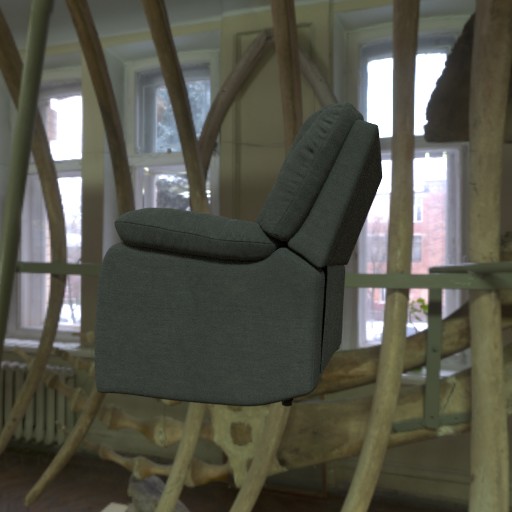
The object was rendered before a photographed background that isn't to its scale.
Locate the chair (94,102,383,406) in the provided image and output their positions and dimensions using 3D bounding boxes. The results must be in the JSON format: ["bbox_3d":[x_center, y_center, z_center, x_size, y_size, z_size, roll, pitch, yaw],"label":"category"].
[{"bbox_3d":[0.000,0.000,1.729,0.944,1.008,0.899,0,-1,17],"label":"chair"}]
